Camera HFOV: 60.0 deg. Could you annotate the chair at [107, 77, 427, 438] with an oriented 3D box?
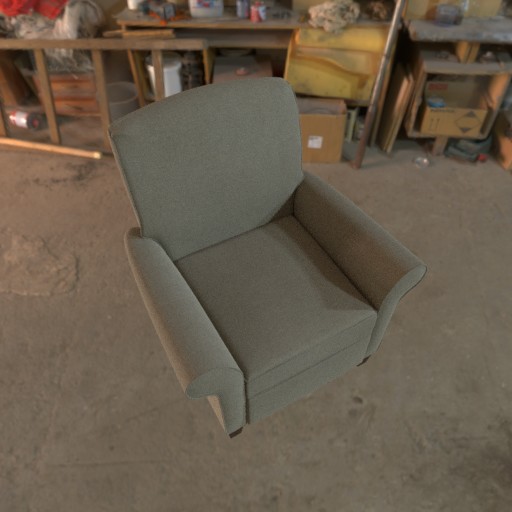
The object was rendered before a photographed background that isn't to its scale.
[{"bbox_3d":[0.000,0.000,1.786,0.978,1.061,0.905,-23,51,-20],"label":"chair"}]
